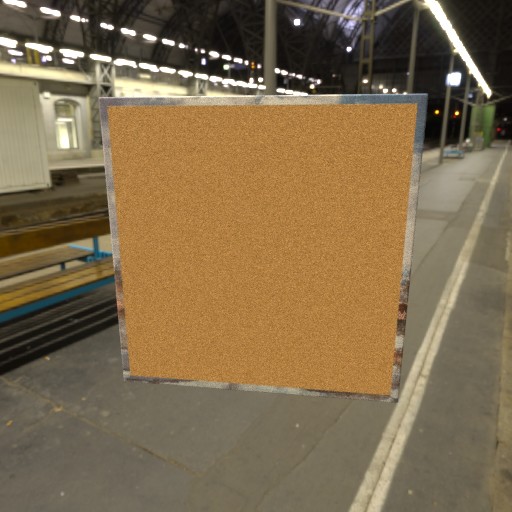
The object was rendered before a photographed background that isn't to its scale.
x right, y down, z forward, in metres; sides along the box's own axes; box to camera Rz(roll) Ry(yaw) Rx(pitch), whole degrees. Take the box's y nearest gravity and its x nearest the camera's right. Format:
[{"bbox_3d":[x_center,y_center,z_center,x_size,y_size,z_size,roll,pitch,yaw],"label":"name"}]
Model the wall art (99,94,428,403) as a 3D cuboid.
[{"bbox_3d":[0.000,0.000,1.319,0.888,0.897,0.035,2,16,8],"label":"wall art"}]
